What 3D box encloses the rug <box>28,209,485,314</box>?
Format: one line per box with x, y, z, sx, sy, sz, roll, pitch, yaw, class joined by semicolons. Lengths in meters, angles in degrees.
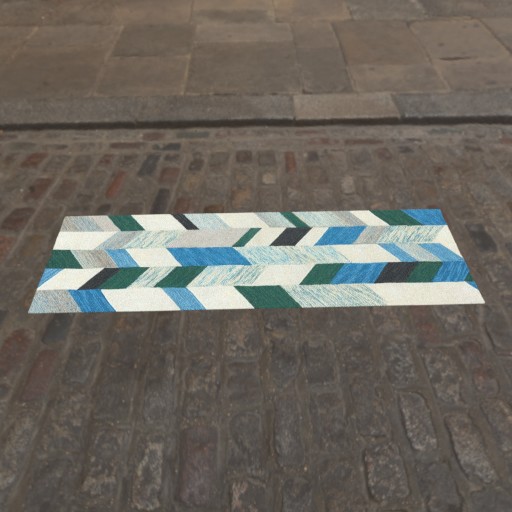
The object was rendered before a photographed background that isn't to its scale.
0.000;0.000;2.616;2.437;0.008;0.774;-1;47;-1;rug
